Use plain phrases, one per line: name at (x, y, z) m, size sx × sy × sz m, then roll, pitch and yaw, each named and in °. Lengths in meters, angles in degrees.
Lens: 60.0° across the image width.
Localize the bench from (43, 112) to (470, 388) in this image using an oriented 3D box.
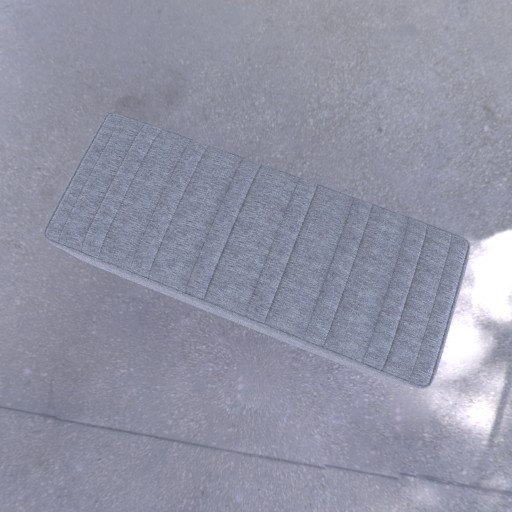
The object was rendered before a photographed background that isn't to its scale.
bench at (0.000, 0.000, 1.365) m, size 1.100 × 0.470 × 0.429 m, roll 21°, pitch 76°, yaw 5°
